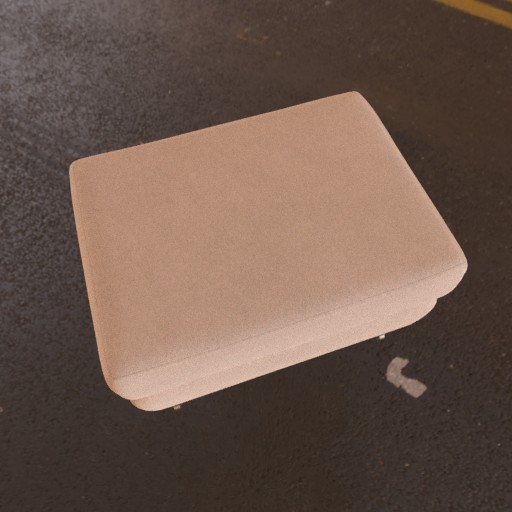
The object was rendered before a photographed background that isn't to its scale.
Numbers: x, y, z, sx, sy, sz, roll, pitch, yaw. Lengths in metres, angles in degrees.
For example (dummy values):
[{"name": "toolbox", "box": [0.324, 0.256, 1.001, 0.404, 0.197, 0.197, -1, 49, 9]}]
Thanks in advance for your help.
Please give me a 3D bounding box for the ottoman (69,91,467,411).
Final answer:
[{"name": "ottoman", "box": [0.000, 0.000, 1.145, 0.773, 0.499, 0.569, -17, 63, -9]}]
